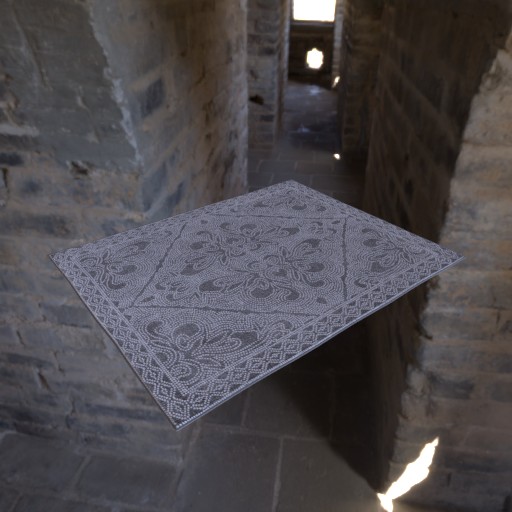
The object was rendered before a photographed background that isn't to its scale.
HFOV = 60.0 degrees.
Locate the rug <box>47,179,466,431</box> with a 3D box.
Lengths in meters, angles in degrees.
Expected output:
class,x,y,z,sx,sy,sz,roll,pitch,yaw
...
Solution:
class,x,y,z,sx,sy,sz,roll,pitch,yaw
rug,0.000,0.000,4.089,3.048,0.012,2.438,-22,38,-31
